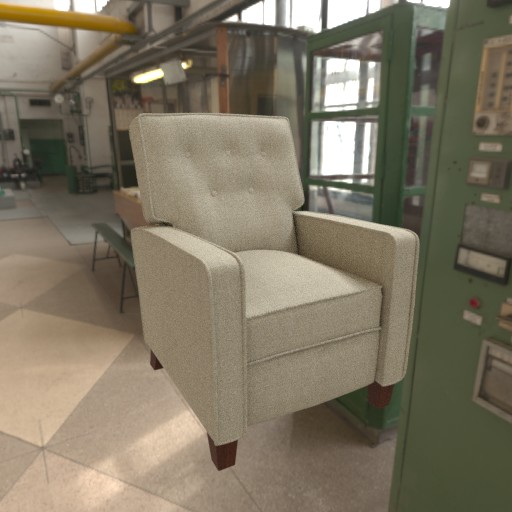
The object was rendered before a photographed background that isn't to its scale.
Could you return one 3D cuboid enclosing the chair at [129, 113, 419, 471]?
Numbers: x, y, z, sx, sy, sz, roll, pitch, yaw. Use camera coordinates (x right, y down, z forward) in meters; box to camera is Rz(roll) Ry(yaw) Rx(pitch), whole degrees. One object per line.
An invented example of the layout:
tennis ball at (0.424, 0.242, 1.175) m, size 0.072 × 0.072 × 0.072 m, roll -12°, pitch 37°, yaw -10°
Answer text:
chair at (0.000, 0.000, 1.420) m, size 0.648 × 0.888 × 0.754 m, roll -8°, pitch 18°, yaw -27°
